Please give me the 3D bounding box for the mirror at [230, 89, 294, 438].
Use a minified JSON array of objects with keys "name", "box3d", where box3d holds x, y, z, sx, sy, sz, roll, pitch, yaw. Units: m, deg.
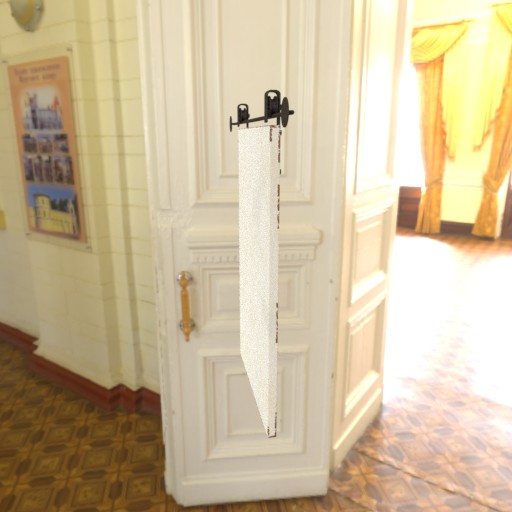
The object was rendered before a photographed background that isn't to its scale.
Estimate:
[{"name":"mirror","box3d":[0.000,0.000,1.253,0.037,0.844,0.808,-3,15,-10]}]
